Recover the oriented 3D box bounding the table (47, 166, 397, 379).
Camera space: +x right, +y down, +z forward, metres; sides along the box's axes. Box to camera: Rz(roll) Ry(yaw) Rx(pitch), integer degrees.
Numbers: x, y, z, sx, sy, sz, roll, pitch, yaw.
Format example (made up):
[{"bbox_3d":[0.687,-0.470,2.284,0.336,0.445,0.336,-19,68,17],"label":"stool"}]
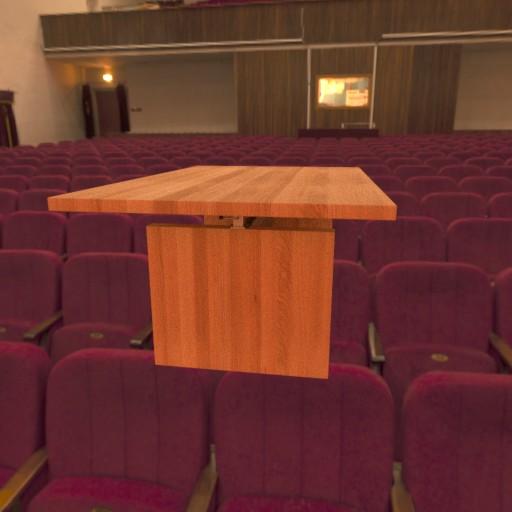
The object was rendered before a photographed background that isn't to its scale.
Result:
[{"bbox_3d":[0.000,0.000,1.455,0.700,0.510,1.100,2,15,9],"label":"table"}]
